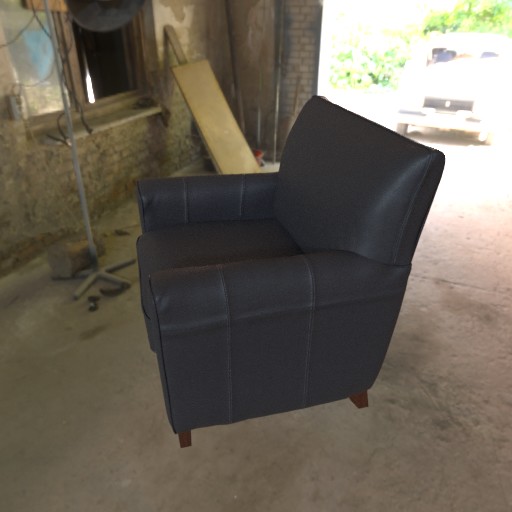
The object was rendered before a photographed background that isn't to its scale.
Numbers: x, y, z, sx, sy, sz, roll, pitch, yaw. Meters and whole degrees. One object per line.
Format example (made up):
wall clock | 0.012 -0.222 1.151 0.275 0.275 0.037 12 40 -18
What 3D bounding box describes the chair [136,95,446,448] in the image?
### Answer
chair | 0.000 0.000 1.592 0.825 0.943 0.870 -8 31 -13
